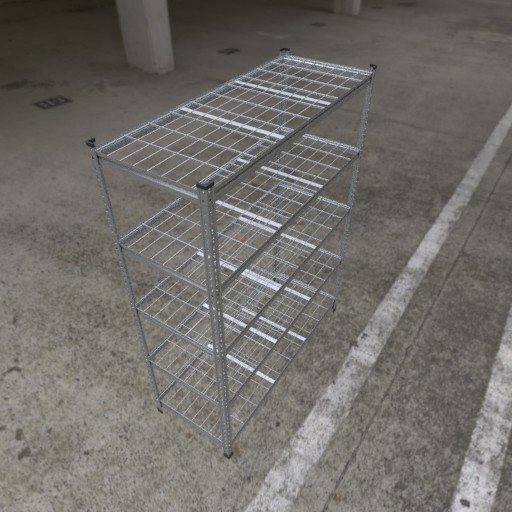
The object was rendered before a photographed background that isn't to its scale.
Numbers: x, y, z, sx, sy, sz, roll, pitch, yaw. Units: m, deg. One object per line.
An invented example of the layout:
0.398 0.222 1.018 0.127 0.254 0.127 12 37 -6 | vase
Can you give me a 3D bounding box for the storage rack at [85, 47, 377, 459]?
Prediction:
0.000 0.000 2.737 0.610 1.981 1.524 23 46 25 | storage rack
